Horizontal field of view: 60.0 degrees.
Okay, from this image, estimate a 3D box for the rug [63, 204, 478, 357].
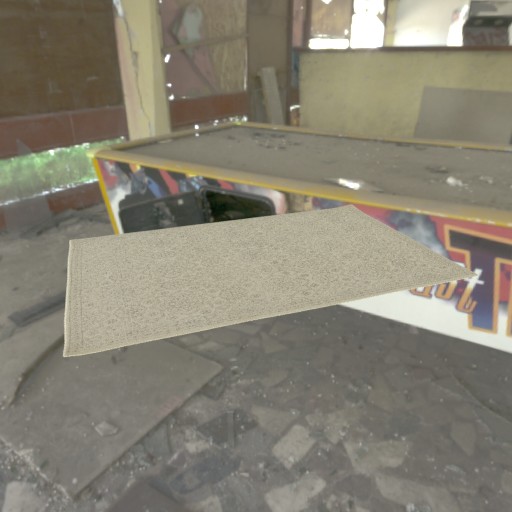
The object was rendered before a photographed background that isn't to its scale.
[{"bbox_3d":[0.000,0.000,2.439,1.947,0.023,1.214,-9,26,-18],"label":"rug"}]
